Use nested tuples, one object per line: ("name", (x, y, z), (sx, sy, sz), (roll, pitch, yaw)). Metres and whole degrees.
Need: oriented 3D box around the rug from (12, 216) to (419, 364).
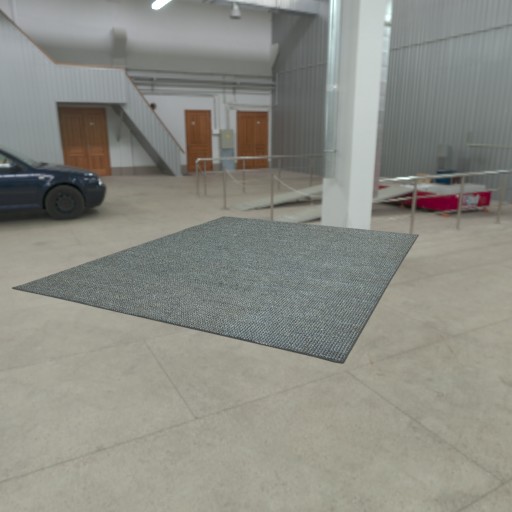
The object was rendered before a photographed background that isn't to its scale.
("rug", (0.000, 0.000, 4.016), (2.456, 0.021, 3.068), (8, 18, 25))
